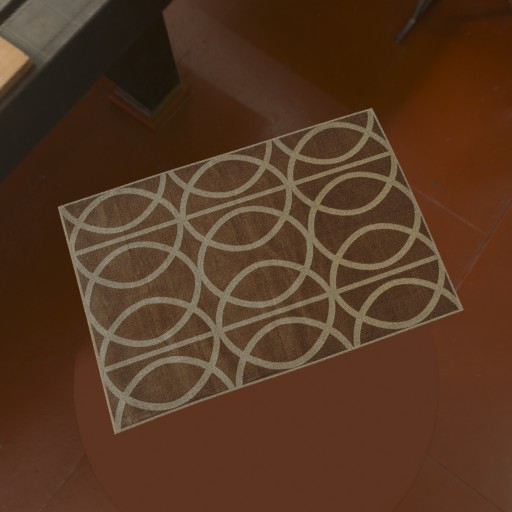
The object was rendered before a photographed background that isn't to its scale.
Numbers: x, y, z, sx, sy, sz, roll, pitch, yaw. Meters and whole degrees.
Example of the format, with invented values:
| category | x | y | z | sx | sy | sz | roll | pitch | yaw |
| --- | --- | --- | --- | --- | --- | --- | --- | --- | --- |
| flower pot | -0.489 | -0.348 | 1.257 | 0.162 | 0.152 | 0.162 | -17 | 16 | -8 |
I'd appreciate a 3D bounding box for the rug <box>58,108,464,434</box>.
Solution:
| category | x | y | z | sx | sy | sz | roll | pitch | yaw |
| --- | --- | --- | --- | --- | --- | --- | --- | --- | --- |
| rug | 0.000 | 0.000 | 2.892 | 2.290 | 0.014 | 1.526 | -19 | 77 | -5 |
